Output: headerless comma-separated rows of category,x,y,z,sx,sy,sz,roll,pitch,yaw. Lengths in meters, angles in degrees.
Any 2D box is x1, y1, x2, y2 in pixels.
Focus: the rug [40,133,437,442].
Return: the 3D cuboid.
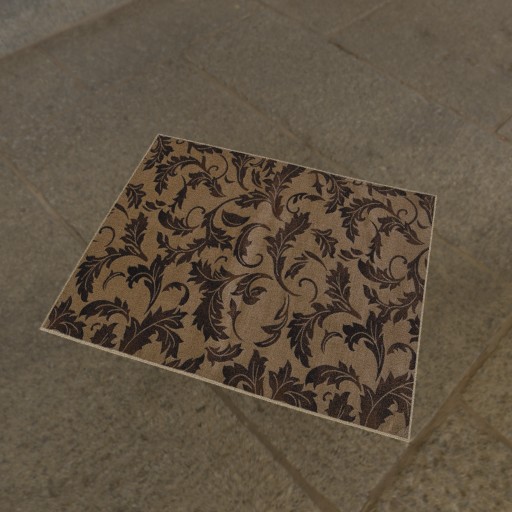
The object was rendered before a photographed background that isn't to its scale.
rug,0.000,0.000,3.961,2.977,0.008,2.380,14,59,9
